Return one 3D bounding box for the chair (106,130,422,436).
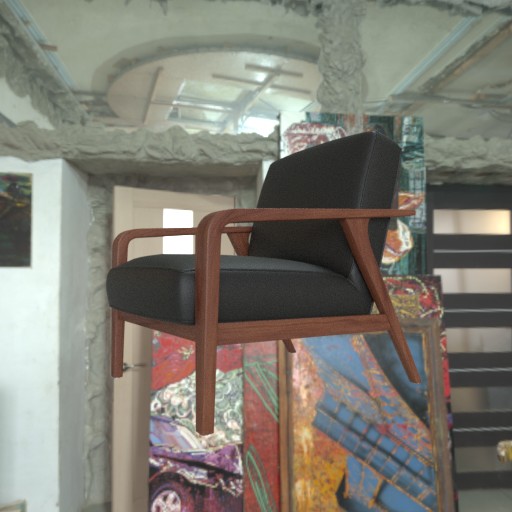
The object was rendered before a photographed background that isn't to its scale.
[{"bbox_3d":[0.000,0.000,1.533,0.889,0.861,0.719,1,-2,-35],"label":"chair"}]
